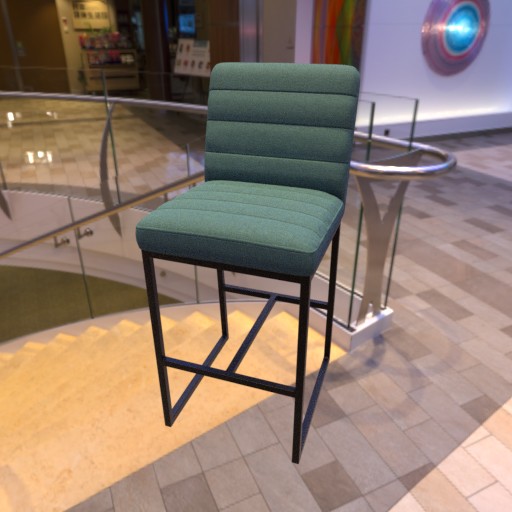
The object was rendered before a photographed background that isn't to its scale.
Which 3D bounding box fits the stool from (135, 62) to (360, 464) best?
[{"bbox_3d":[0.000,0.000,1.331,0.460,1.040,0.560,9,28,17],"label":"stool"}]
